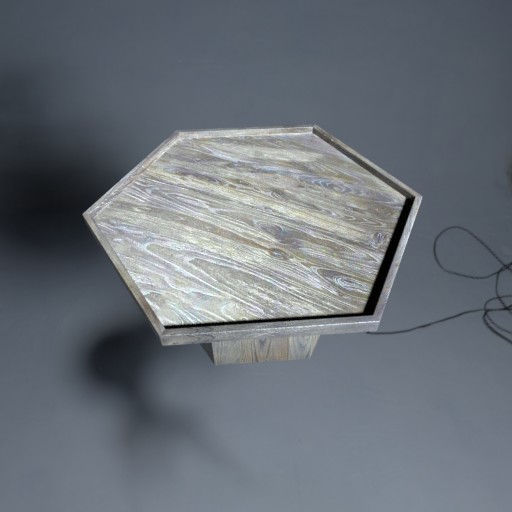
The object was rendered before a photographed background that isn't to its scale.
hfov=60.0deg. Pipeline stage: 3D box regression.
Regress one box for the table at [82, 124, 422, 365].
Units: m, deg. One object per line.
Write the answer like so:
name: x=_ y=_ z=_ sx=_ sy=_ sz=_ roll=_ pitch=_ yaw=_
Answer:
table: x=0.000 y=0.000 z=1.626 sx=1.115 sy=0.488 sz=0.966 roll=-3 pitch=47 yaw=-3
